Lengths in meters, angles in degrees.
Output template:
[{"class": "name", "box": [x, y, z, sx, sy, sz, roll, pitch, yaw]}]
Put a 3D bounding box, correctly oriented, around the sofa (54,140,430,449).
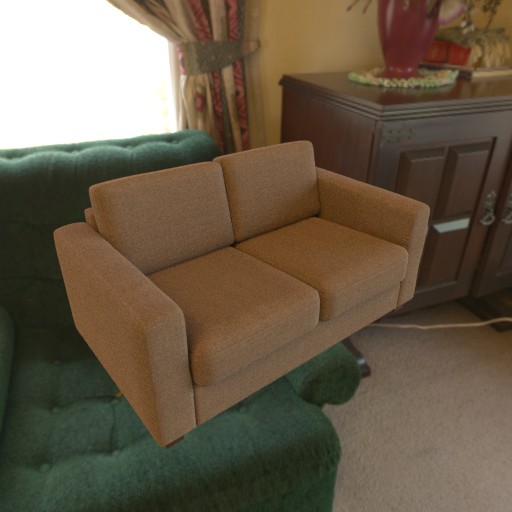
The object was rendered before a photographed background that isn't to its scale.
[{"class": "sofa", "box": [0.000, 0.000, 2.061, 1.520, 0.800, 0.900, -21, 35, -33]}]
